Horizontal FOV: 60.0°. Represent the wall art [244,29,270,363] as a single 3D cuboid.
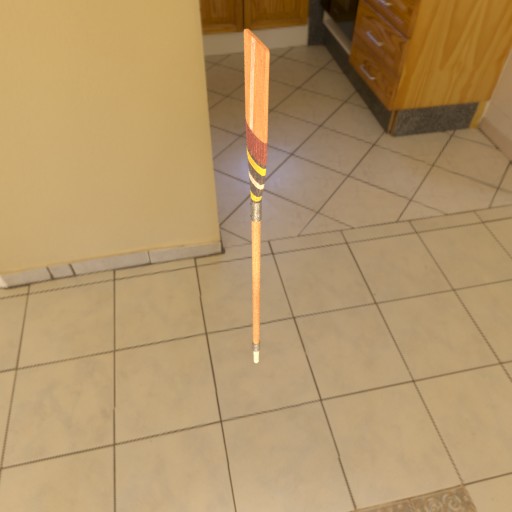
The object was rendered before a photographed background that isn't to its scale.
[{"bbox_3d":[0.000,0.000,1.640,0.038,1.556,0.146,-17,50,-14],"label":"wall art"}]
